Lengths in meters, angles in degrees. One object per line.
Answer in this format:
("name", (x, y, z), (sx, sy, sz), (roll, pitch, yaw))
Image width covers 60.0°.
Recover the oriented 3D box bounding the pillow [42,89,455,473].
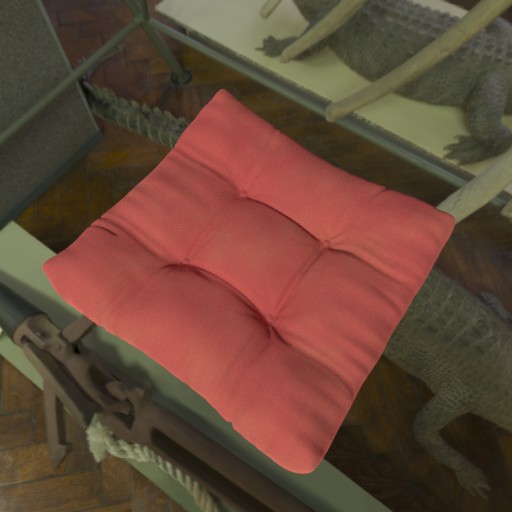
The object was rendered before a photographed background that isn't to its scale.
("pillow", (0.000, 0.000, 0.721), (0.490, 0.128, 0.468), (32, 69, 14))
